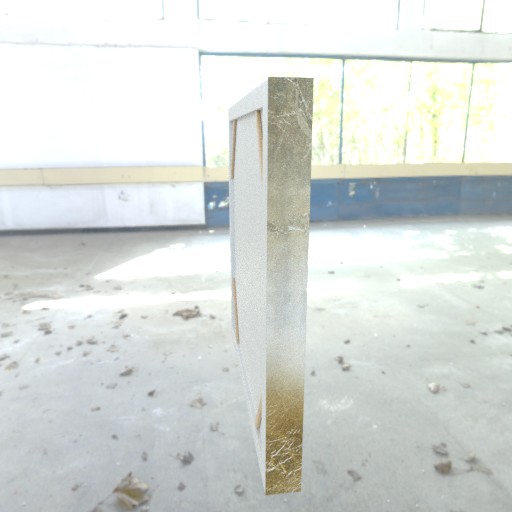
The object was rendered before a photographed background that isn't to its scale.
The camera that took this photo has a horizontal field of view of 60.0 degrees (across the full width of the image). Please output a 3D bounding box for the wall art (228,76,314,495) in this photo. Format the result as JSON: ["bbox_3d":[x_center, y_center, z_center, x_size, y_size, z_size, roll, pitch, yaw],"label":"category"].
[{"bbox_3d":[0.000,0.000,0.605,0.038,0.407,0.405,-2,15,-8],"label":"wall art"}]
